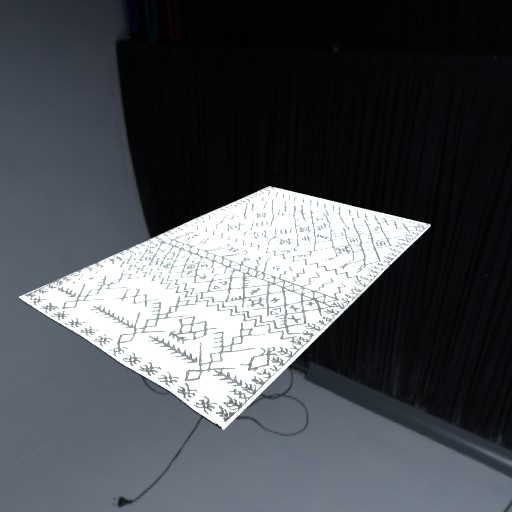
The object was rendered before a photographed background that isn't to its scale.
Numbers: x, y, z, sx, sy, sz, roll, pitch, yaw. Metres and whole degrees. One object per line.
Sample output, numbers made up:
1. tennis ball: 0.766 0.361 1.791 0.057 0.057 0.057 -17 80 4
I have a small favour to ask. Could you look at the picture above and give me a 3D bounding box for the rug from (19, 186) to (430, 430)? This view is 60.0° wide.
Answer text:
1. rug: 0.000 0.000 2.963 1.530 0.012 2.444 19 33 32
